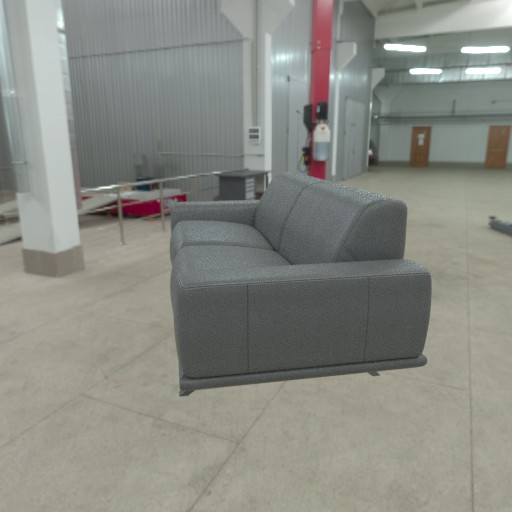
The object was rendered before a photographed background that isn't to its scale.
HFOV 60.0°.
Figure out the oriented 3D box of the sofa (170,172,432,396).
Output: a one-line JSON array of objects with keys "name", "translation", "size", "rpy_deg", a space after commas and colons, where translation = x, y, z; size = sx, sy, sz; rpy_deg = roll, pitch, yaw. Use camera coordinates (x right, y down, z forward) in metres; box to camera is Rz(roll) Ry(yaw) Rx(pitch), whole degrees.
[{"name": "sofa", "translation": [0.000, 0.000, 2.347], "size": [0.900, 0.772, 1.901], "rpy_deg": [-3, 15, -11]}]
